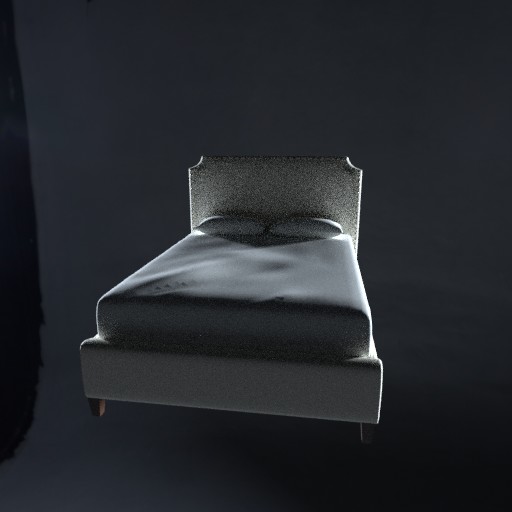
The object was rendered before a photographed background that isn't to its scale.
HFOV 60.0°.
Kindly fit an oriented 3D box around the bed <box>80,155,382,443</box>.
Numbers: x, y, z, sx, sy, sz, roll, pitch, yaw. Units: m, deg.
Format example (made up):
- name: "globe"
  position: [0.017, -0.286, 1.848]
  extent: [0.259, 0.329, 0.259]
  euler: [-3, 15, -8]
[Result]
- name: "bed"
  position: [0.000, 0.000, 3.446]
  extent: [1.712, 1.443, 2.365]
  euler: [2, 15, 8]
